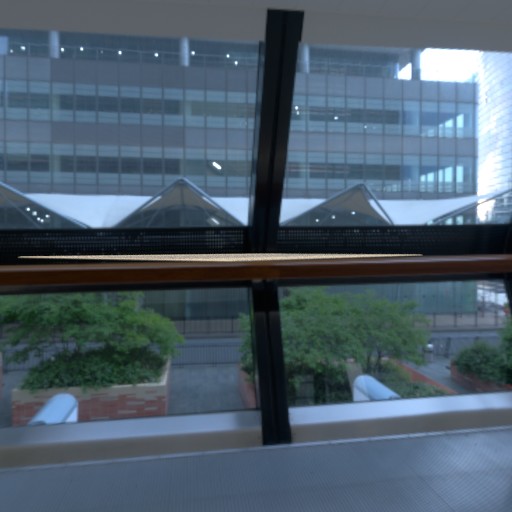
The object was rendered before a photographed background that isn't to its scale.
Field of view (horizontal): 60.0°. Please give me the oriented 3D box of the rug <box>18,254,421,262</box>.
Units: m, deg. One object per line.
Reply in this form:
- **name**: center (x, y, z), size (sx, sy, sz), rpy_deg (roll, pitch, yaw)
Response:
- **rug**: center (0.000, 0.000, 3.033), size (1.541, 0.008, 2.448), rpy_deg (1, 1, 36)
